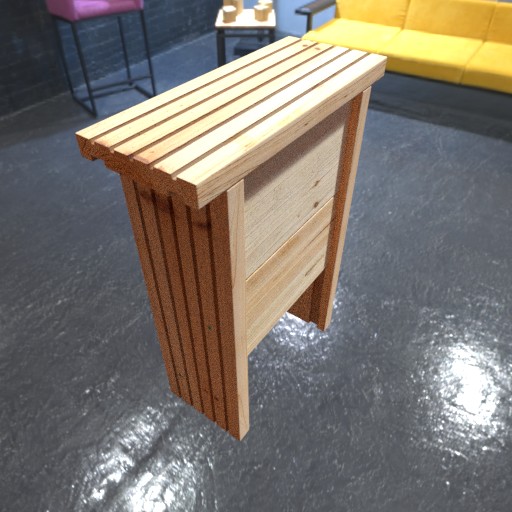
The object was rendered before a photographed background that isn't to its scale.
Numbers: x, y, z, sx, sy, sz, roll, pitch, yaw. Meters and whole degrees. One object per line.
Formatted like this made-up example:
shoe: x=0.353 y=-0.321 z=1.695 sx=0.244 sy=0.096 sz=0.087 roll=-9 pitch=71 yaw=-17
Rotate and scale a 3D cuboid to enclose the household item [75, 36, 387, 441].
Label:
household item: x=0.000 y=0.000 z=0.536 sx=0.123 sy=0.407 sz=0.301 roll=26 pitch=48 yaw=26
